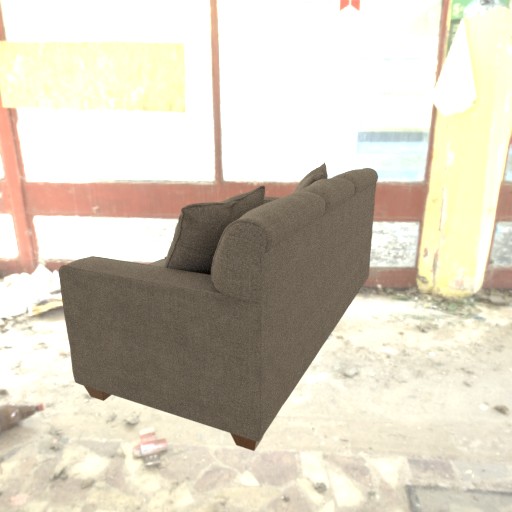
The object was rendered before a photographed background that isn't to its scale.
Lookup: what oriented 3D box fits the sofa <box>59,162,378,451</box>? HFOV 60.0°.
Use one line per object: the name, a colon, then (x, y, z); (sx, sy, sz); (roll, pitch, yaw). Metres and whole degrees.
sofa: (0.000, 0.000, 2.590); (0.997, 0.958, 2.024); (8, 19, 24)
